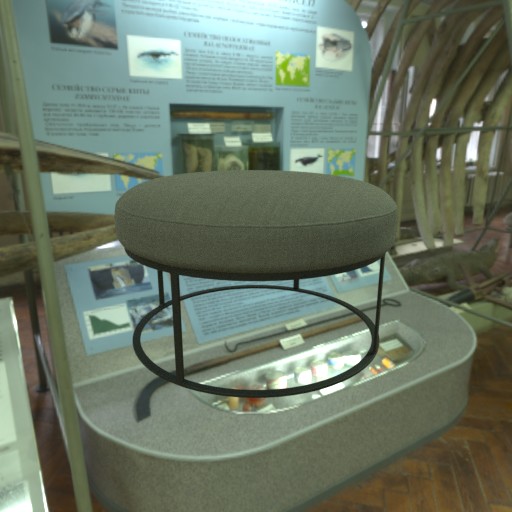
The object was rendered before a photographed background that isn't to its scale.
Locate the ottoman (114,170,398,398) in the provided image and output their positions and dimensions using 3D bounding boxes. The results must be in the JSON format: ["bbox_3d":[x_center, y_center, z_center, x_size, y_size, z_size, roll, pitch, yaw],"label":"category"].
[{"bbox_3d":[0.000,0.000,1.295,0.772,0.460,0.772,0,16,0],"label":"ottoman"}]
